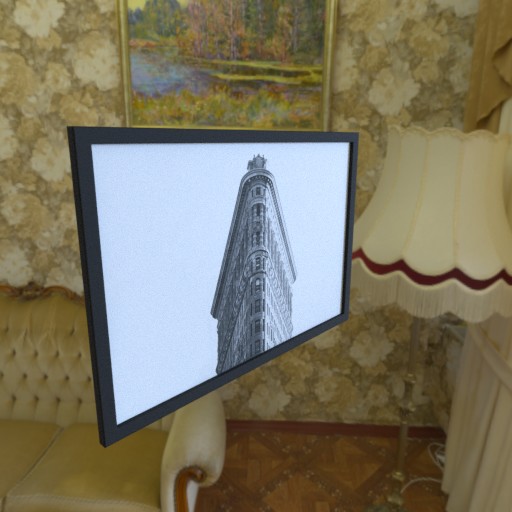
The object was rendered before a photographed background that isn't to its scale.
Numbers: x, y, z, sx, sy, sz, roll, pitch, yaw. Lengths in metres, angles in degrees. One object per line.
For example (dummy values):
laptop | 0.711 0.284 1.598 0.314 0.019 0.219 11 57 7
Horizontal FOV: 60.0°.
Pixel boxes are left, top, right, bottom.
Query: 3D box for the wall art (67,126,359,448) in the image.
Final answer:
wall art | 0.000 0.000 1.208 0.049 0.659 0.964 14 20 43
